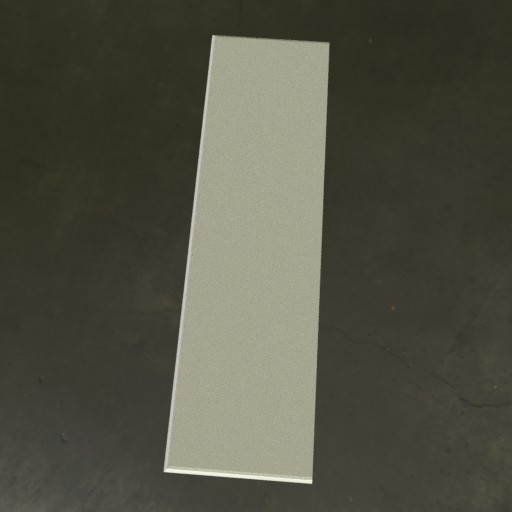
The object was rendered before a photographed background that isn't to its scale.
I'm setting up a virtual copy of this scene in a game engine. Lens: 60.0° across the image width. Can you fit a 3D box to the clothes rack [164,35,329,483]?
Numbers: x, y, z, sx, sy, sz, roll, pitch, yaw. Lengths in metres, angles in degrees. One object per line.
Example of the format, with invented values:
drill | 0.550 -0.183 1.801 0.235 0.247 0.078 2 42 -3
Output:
clothes rack | 0.000 0.000 1.342 0.324 0.531 1.120 4 76 1
